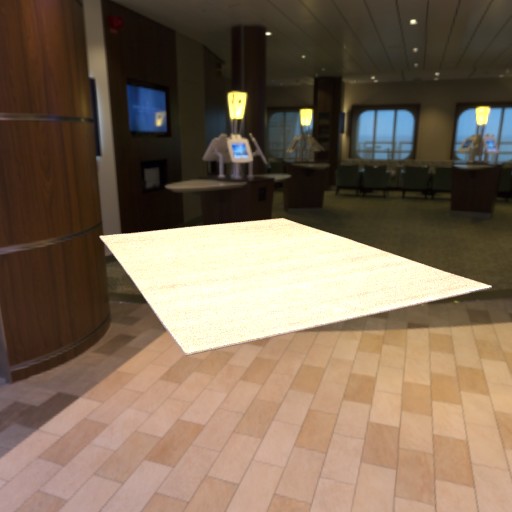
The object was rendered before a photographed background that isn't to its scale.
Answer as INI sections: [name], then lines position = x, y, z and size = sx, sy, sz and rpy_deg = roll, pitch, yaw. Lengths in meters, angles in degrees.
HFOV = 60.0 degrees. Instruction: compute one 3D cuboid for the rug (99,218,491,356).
[rug]
position = 0.000, 0.000, 4.287
size = 2.467, 0.046, 3.245
rpy_deg = -7, 17, -25
